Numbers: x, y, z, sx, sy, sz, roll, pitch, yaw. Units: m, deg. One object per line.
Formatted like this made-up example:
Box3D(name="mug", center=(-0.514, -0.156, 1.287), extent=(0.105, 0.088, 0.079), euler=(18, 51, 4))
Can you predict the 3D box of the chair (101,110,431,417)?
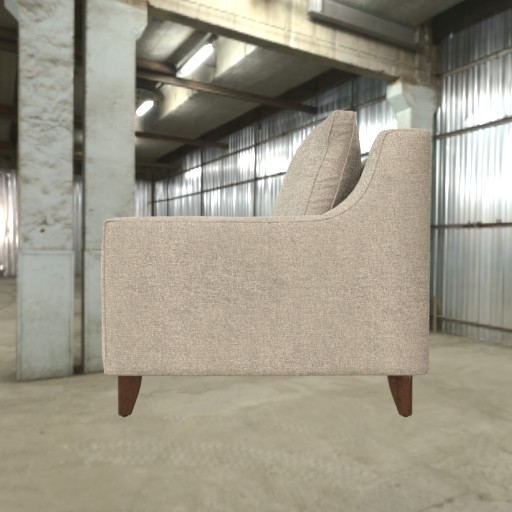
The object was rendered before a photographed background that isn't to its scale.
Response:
Box3D(name="chair", center=(0.000, 0.000, 1.573), extent=(0.918, 0.864, 0.838), euler=(0, 1, -1))
